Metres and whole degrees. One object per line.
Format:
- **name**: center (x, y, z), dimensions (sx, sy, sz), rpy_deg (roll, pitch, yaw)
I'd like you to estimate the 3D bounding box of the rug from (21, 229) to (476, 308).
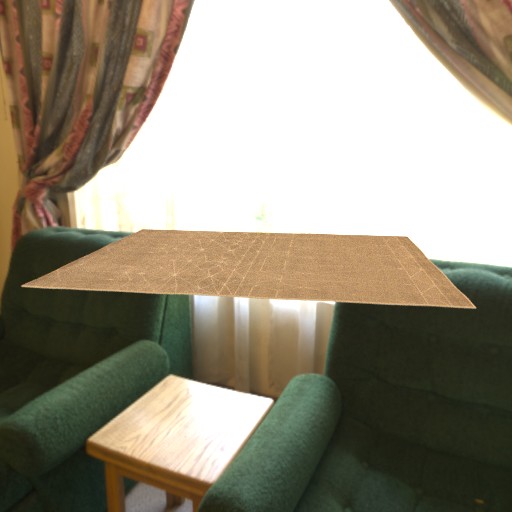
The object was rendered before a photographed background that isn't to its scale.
- **rug**: center (0.000, 0.000, 4.393), dimensions (3.357, 0.019, 2.449), rpy_deg (2, 14, 8)
